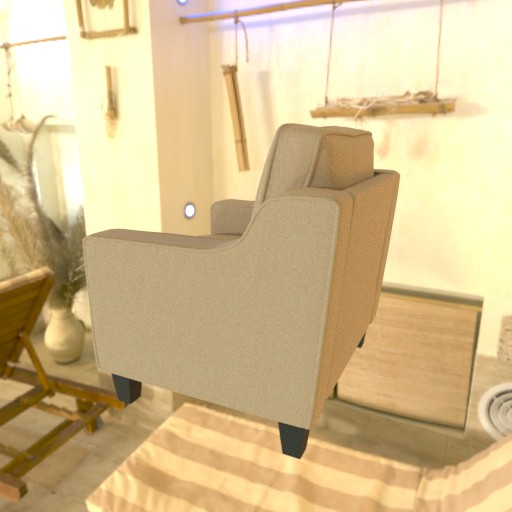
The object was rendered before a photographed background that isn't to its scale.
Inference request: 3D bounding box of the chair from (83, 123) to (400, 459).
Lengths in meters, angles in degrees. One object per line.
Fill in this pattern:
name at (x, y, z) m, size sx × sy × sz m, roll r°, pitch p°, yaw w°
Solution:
chair at (0.000, 0.000, 1.677) m, size 0.882 × 0.948 × 0.922 m, roll 7°, pitch 17°, yaw 25°
